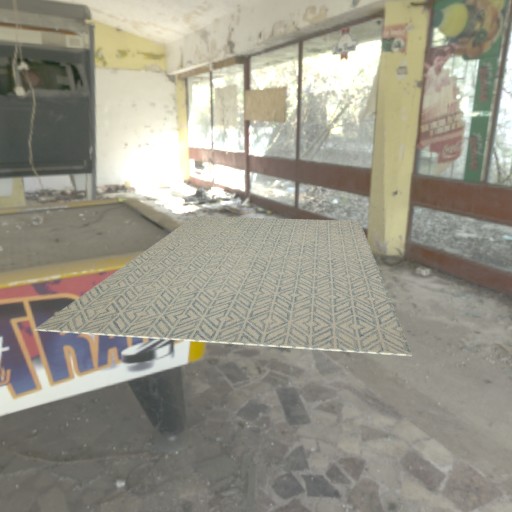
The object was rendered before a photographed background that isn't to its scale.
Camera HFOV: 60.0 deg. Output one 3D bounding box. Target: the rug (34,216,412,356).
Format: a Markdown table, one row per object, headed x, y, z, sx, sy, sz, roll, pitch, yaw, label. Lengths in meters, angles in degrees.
| x | y | z | sx | sy | sz | roll | pitch | yaw | label |
| --- | --- | --- | --- | --- | --- | --- | --- | --- | --- |
| 0.000 | 0.000 | 2.912 | 1.526 | 0.008 | 2.441 | 2 | 17 | 8 | rug |
